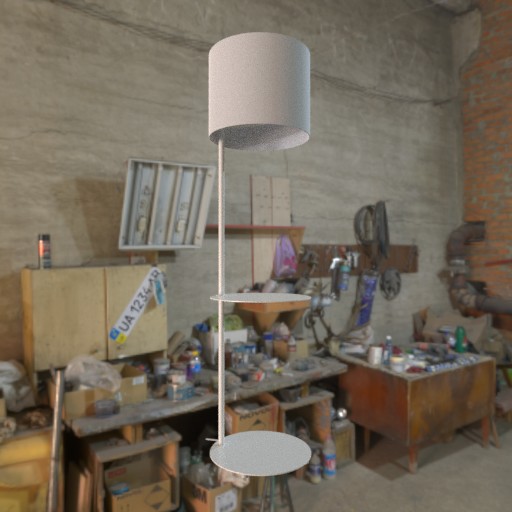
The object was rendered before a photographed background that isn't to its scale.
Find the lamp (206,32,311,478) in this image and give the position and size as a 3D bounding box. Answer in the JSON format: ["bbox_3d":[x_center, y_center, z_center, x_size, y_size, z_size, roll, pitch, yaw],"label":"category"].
[{"bbox_3d":[0.000,0.000,1.638,0.405,1.465,0.372,0,0,20],"label":"lamp"}]
